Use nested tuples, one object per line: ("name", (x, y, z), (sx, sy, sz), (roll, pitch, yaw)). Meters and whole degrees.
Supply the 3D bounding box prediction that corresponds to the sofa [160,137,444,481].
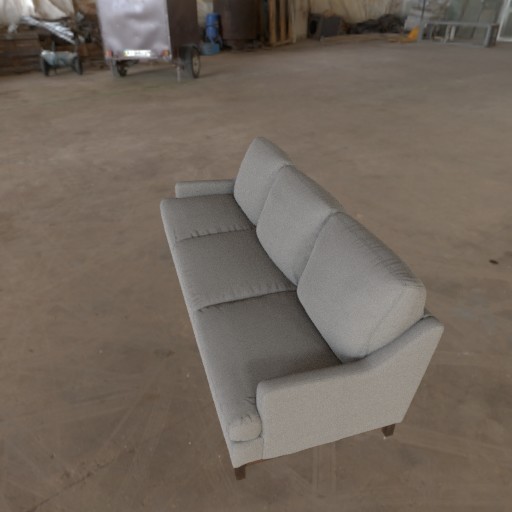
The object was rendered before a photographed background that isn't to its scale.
("sofa", (0.000, 0.000, 2.831), (0.987, 0.926, 2.344), (-9, 33, -15))
